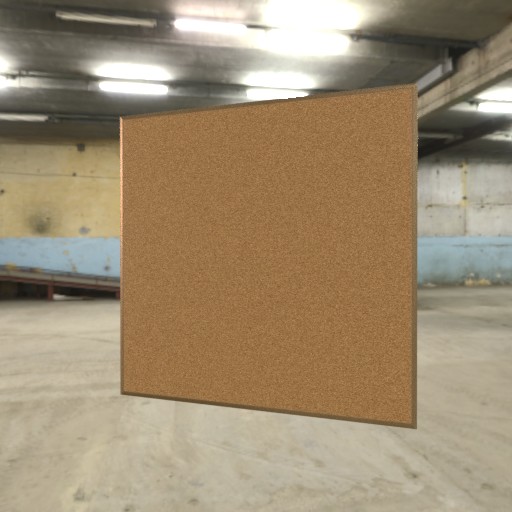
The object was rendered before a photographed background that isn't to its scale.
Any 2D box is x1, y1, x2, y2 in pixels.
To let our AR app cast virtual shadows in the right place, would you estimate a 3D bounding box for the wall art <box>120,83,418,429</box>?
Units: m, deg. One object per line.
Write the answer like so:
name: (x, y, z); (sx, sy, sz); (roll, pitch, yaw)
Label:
wall art: (0.000, 0.000, 0.751); (0.513, 0.511, 0.038); (0, 0, 18)
